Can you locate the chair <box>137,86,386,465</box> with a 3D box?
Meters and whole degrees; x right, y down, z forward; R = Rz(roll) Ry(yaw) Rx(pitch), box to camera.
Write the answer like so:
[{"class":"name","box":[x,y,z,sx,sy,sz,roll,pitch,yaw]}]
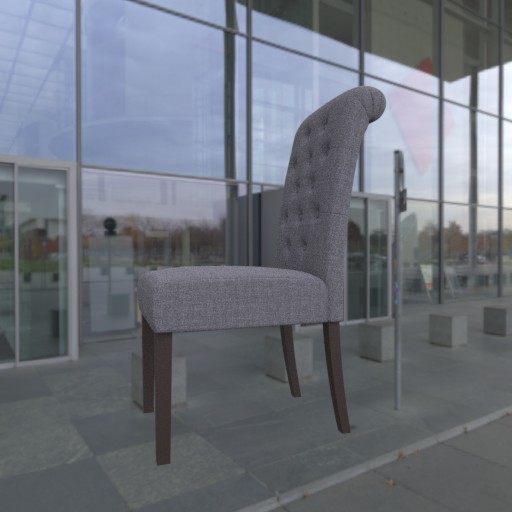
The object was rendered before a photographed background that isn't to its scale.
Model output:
[{"class":"chair","box":[0.000,0.000,1.357,0.671,1.006,0.456,0,0,-19]}]
